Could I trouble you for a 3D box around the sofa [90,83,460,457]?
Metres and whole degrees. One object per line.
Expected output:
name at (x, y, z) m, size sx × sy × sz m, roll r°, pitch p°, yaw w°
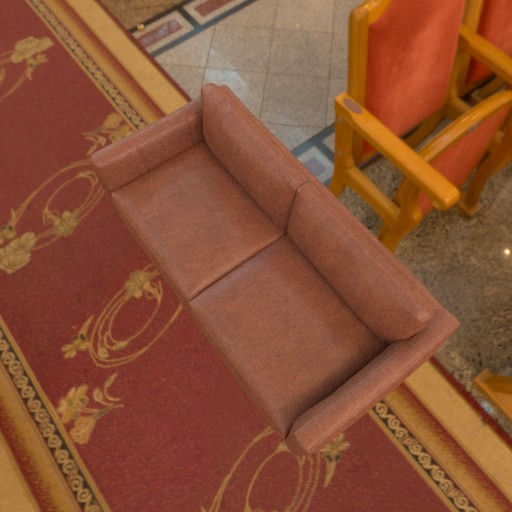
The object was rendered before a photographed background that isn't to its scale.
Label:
sofa at (0.000, 0.000, 2.287) m, size 0.899 × 0.883 × 1.797 m, roll -35°, pitch 69°, yaw -15°
